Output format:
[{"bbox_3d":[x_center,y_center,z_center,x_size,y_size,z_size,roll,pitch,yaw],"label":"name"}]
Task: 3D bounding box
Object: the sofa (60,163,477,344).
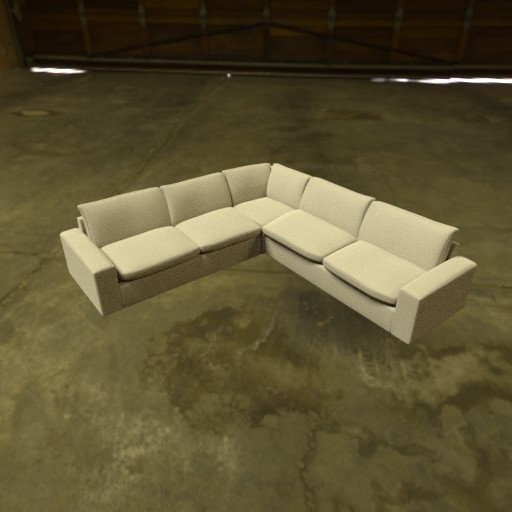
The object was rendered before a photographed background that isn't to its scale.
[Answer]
[{"bbox_3d":[0.000,0.000,4.711,3.066,0.918,3.206,-22,37,-32],"label":"sofa"}]
